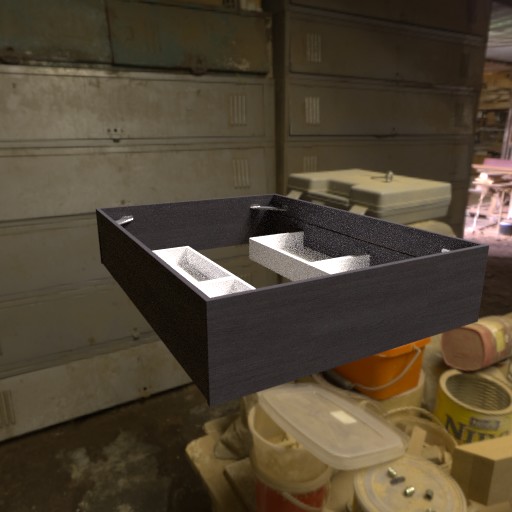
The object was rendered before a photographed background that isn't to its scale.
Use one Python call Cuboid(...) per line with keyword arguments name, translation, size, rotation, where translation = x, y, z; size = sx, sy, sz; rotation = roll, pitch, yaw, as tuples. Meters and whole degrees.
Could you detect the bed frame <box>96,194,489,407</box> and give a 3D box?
Cuboid(name="bed frame", translation=(0.000, 0.000, 2.631), size=(1.448, 0.459, 1.944), rotation=(-9, 18, -28))
